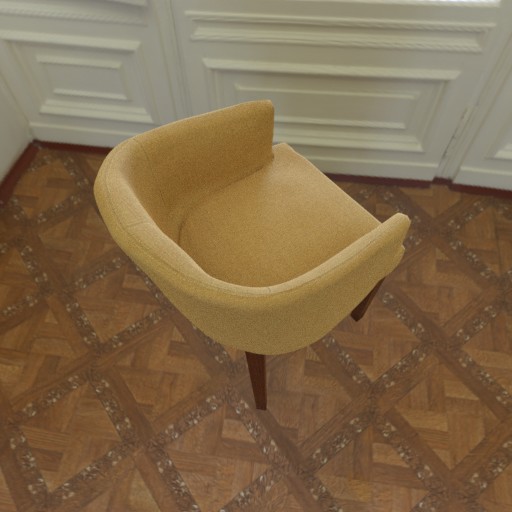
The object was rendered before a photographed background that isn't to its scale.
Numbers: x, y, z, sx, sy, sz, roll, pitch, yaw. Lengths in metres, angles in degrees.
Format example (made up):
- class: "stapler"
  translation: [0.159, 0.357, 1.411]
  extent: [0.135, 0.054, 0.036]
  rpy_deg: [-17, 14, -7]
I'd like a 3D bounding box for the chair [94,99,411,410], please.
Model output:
- class: "chair"
  translation: [0.000, 0.000, 1.243]
  extent: [0.655, 0.811, 0.583]
  rpy_deg: [-34, 64, -19]
